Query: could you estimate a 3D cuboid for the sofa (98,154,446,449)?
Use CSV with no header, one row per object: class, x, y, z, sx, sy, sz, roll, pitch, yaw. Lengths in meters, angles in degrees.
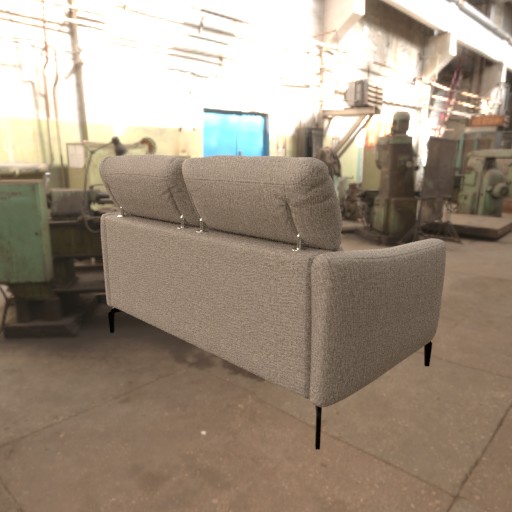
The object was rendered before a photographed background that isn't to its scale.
sofa,0.000,0.000,2.129,1.540,0.950,0.905,12,18,43
